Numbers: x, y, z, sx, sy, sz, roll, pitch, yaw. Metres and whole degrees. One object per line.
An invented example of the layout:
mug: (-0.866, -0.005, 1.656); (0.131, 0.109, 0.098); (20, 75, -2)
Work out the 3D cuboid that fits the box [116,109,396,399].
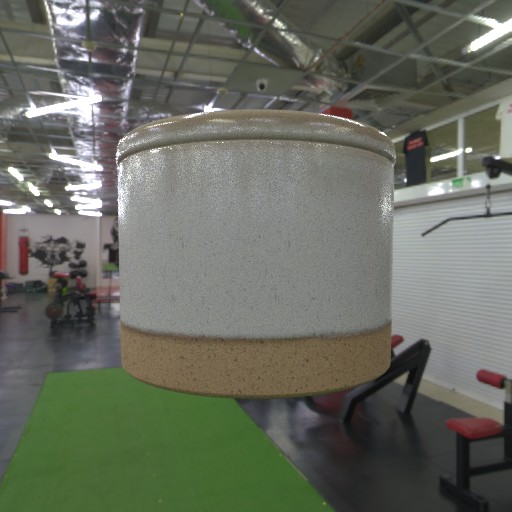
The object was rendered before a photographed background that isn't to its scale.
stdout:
box: (0.000, 0.000, 0.256); (0.154, 0.123, 0.154); (0, 0, 0)
